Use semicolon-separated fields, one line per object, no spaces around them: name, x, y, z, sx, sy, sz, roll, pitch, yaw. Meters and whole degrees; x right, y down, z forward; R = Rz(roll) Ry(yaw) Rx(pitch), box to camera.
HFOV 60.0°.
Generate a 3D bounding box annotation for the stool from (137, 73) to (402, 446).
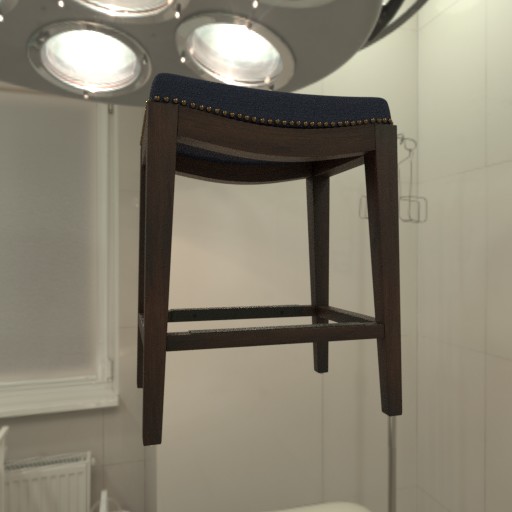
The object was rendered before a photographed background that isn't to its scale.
stool;0.000;0.000;0.980;0.500;0.642;0.361;0;0;-17
